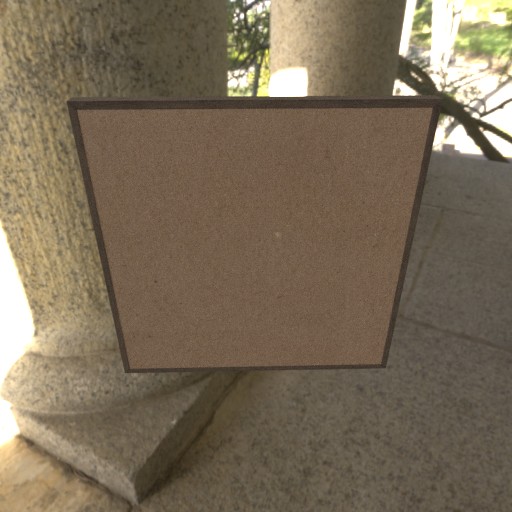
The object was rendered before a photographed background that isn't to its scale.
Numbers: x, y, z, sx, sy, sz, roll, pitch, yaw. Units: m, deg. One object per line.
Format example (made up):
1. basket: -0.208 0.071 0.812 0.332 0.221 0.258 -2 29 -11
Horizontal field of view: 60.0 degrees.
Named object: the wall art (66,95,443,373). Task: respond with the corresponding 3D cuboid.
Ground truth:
1. wall art: 0.000 0.000 1.112 0.762 0.762 0.038 -1 31 -1
